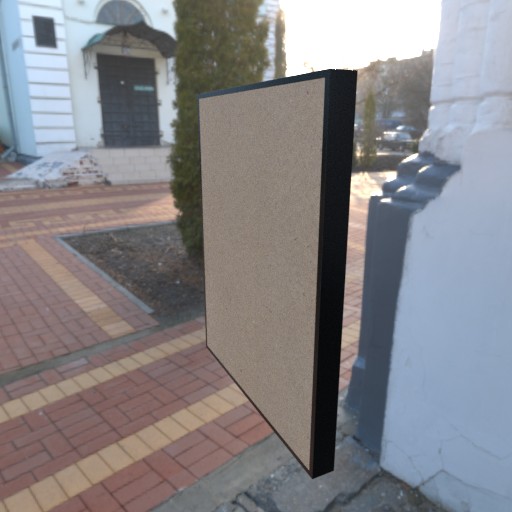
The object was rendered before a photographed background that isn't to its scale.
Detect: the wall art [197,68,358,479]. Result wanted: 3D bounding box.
[{"bbox_3d":[0.000,0.000,0.764,0.038,0.551,0.448,-8,18,-25],"label":"wall art"}]
